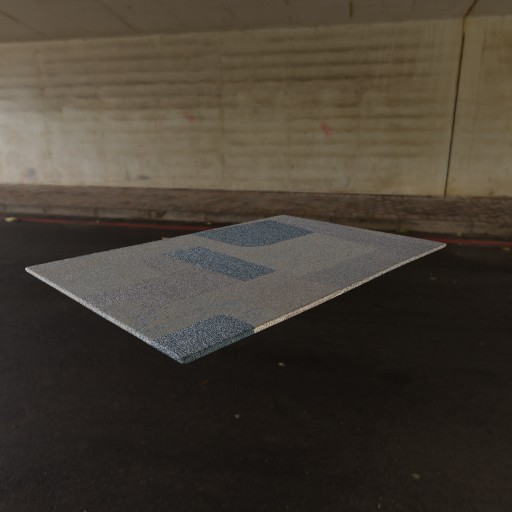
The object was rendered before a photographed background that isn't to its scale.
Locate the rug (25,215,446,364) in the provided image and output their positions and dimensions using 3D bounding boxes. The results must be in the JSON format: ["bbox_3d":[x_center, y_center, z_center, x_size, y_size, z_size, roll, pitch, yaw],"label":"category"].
[{"bbox_3d":[0.000,0.000,2.303,1.238,0.020,1.847,15,22,42],"label":"rug"}]
